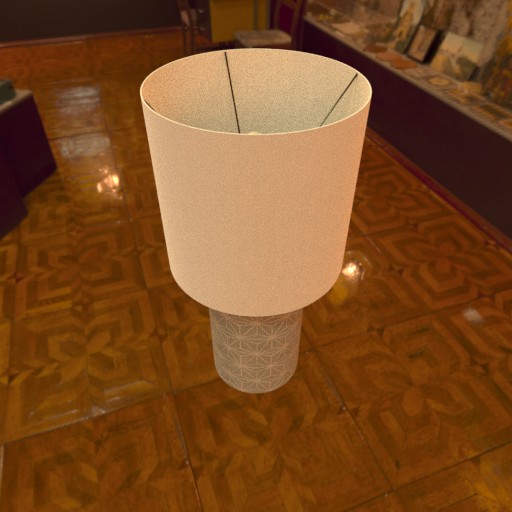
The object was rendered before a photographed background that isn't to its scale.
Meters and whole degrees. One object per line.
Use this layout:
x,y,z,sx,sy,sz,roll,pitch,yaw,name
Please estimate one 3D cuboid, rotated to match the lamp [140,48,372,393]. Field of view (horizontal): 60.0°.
0.000,0.000,0.539,0.206,0.416,0.206,-12,43,-13,lamp
